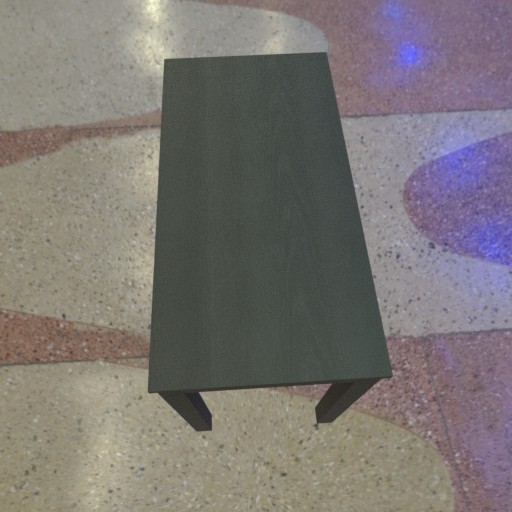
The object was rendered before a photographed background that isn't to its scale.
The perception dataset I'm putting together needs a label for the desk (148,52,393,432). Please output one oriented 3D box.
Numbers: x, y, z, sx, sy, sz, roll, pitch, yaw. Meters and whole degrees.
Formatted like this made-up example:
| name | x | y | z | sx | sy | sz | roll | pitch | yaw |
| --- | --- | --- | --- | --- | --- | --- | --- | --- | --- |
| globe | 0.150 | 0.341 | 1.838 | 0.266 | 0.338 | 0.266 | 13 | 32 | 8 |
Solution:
| name | x | y | z | sx | sy | sz | roll | pitch | yaw |
| --- | --- | --- | --- | --- | --- | --- | --- | --- | --- |
| desk | 0.000 | 0.000 | 1.465 | 0.499 | 0.762 | 0.991 | -3 | 62 | -2 |
